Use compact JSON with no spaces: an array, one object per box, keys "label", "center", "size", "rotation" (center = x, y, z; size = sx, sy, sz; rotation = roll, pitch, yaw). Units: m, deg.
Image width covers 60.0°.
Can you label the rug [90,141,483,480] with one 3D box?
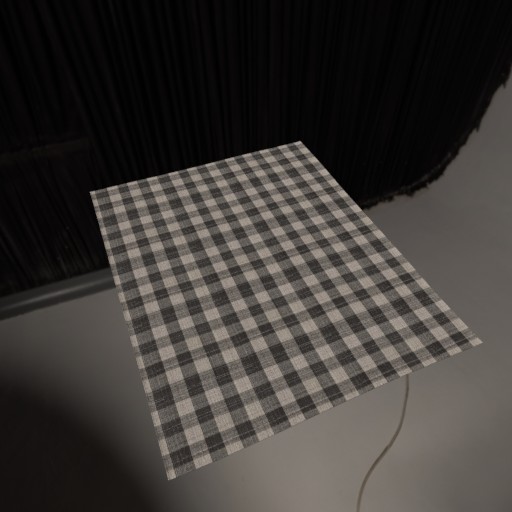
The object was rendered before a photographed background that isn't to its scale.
[{"label":"rug","center":[0.000,0.000,3.945],"size":[2.432,0.013,3.021],"rotation":[-17,49,-16]}]
